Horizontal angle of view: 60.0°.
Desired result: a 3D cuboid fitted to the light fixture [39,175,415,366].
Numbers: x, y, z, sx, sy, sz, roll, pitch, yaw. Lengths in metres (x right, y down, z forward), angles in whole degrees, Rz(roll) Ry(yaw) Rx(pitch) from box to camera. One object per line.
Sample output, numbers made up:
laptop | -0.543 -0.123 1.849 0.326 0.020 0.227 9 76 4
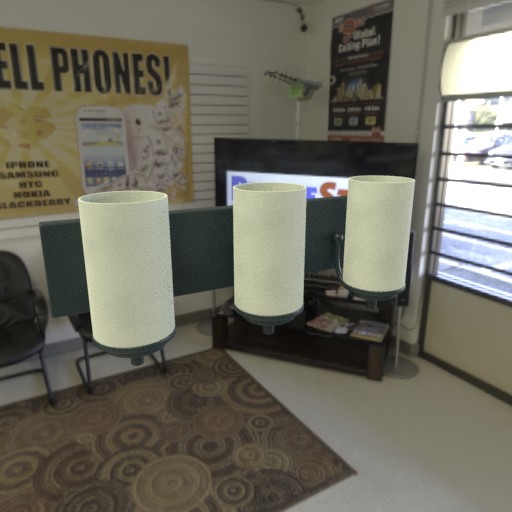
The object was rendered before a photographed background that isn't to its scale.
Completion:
light fixture | 0.000 0.000 0.528 0.451 0.172 0.145 -8 18 -27
